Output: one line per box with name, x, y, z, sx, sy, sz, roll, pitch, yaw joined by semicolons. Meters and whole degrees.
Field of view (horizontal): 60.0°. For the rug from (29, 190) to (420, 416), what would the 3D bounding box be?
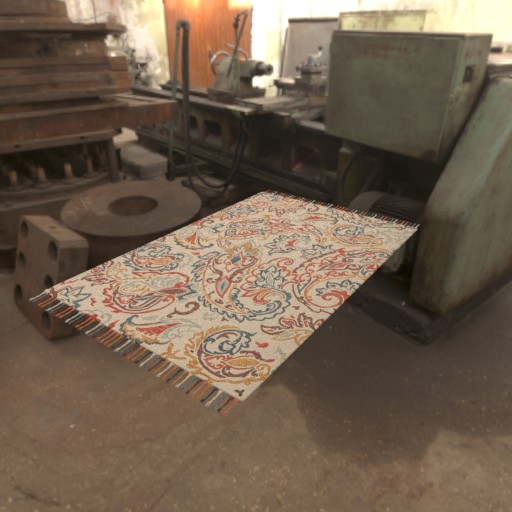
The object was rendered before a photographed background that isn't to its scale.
rug;0.000;0.000;2.485;1.218;0.010;1.997;18;32;32
